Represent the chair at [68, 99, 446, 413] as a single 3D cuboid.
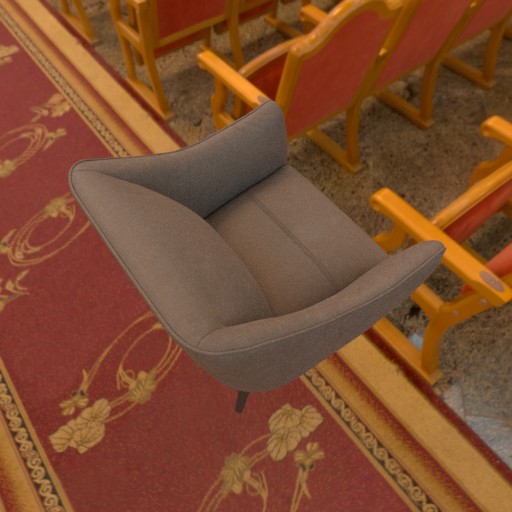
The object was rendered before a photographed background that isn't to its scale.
[{"bbox_3d":[0.000,0.000,1.534,0.852,0.830,0.871,-33,63,-19],"label":"chair"}]
